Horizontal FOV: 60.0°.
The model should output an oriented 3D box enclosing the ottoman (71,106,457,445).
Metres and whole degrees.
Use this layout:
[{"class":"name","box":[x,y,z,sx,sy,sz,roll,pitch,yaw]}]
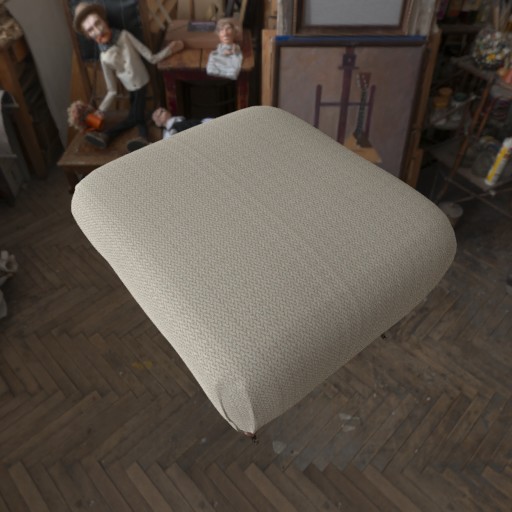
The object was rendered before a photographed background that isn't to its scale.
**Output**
[{"class":"ottoman","box":[0.000,0.000,1.071,0.622,0.447,0.684,-30,54,-25]}]
